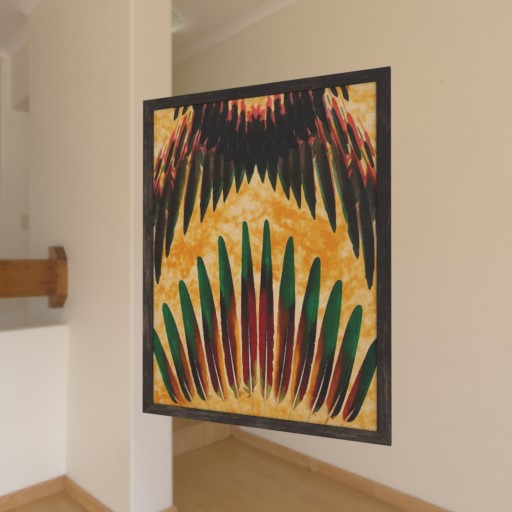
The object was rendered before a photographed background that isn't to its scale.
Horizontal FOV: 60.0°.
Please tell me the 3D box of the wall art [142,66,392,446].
[{"bbox_3d":[0.000,0.000,1.391,0.812,1.066,0.029,0,0,19],"label":"wall art"}]
